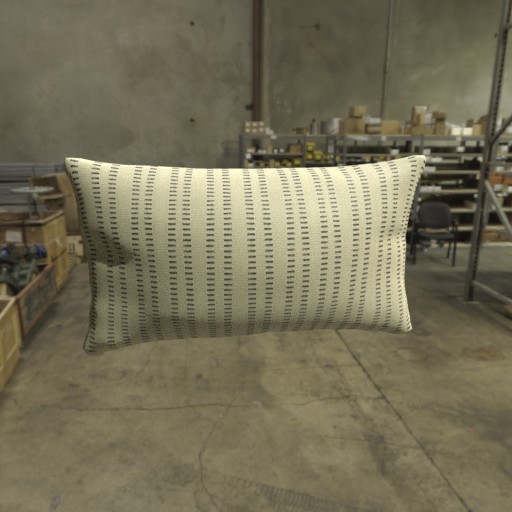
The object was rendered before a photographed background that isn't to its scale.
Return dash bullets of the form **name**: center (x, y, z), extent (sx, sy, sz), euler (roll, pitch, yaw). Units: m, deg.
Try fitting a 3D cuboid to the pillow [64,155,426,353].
- **pillow**: center (0.000, 0.000, 0.804), extent (0.640, 0.353, 0.210), euler (-2, 15, -8)
